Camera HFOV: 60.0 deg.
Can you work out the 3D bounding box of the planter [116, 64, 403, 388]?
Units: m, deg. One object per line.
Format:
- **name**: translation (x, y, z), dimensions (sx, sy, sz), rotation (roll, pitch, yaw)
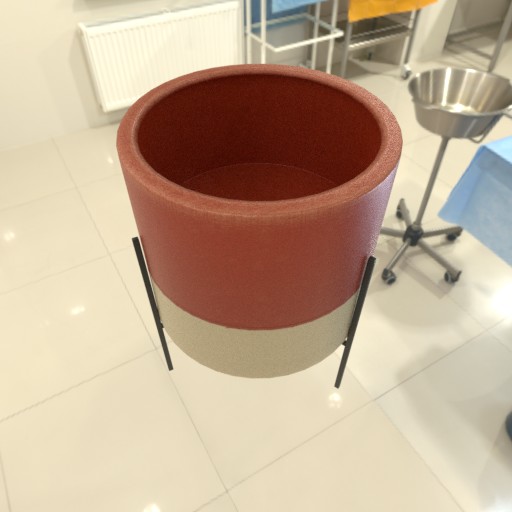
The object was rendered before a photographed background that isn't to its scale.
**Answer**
- **planter**: translation (0.000, 0.000, 0.704), dimensions (0.354, 0.465, 0.345), rotation (-17, 49, -16)
